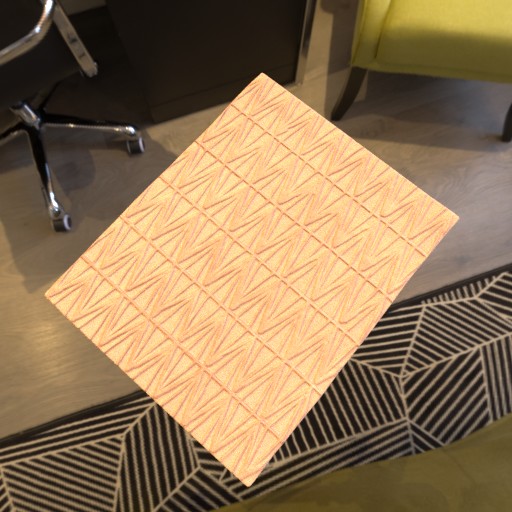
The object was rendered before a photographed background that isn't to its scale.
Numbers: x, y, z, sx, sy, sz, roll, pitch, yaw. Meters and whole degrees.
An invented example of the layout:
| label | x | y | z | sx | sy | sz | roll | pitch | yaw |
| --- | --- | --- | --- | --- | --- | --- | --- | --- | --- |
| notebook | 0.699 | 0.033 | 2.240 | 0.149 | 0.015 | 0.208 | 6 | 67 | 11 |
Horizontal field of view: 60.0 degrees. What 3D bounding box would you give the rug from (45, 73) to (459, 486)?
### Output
| label | x | y | z | sx | sy | sz | roll | pitch | yaw |
| --- | --- | --- | --- | --- | --- | --- | --- | --- | --- |
| rug | 0.000 | 0.000 | 4.081 | 2.453 | 0.043 | 3.052 | 40 | 79 | 9 |
